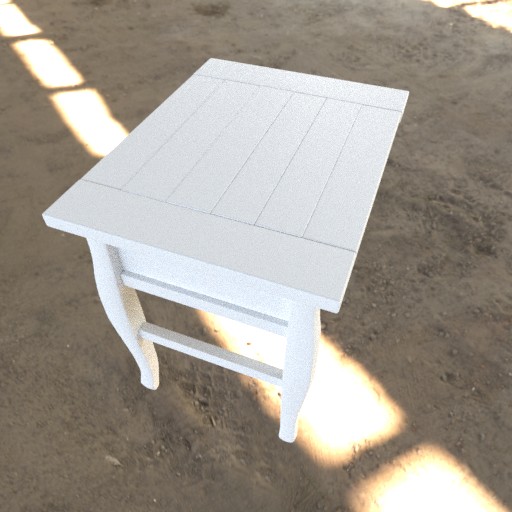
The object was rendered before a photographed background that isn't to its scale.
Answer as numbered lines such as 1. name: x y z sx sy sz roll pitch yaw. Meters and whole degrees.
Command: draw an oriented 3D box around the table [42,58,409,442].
1. table: 0.000 0.000 1.020 0.463 0.605 0.599 16 49 14
